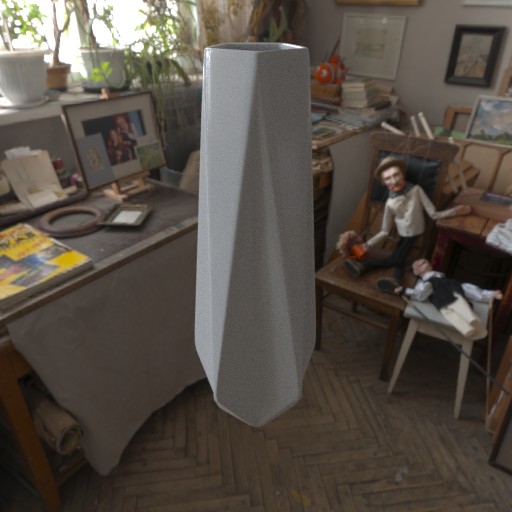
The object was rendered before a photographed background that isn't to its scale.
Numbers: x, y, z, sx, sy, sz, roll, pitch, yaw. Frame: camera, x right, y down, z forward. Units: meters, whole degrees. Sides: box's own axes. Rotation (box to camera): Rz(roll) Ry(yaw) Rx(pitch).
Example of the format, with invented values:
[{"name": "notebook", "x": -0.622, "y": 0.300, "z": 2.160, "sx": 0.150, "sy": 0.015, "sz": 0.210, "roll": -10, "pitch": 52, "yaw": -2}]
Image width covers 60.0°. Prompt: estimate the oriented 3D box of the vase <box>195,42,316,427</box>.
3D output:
[{"name": "vase", "x": 0.000, "y": 0.000, "z": 0.383, "sx": 0.122, "sy": 0.329, "sz": 0.116, "roll": -1, "pitch": 30, "yaw": -2}]
